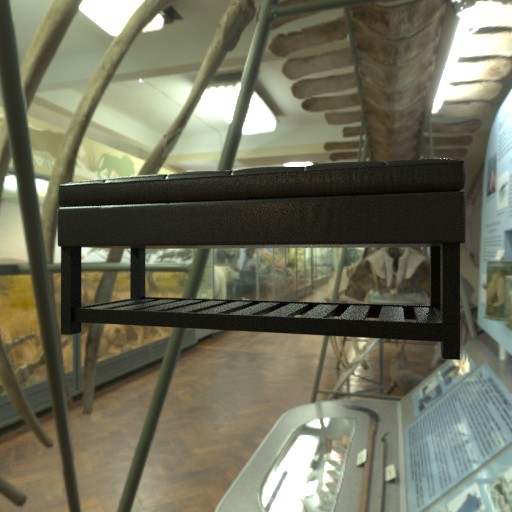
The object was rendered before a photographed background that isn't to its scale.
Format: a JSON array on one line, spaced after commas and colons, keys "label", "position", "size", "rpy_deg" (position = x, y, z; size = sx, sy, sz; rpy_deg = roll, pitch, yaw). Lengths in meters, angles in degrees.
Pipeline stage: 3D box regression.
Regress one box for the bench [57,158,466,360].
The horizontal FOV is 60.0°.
[{"label": "bench", "position": [0.000, 0.000, 1.333], "size": [1.105, 0.460, 0.432], "rpy_deg": [0, 0, 18]}]
